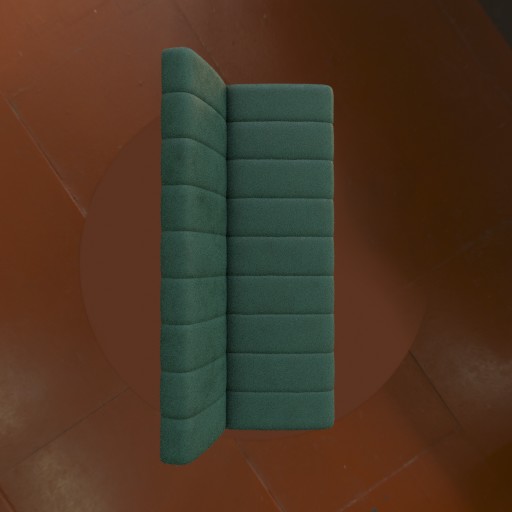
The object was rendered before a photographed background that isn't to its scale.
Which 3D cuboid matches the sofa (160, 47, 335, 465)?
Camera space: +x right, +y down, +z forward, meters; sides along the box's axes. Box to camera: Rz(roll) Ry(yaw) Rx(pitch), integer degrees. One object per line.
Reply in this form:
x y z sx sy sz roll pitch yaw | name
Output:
0.000 0.000 2.291 0.830 0.820 1.810 0 89 0 | sofa
